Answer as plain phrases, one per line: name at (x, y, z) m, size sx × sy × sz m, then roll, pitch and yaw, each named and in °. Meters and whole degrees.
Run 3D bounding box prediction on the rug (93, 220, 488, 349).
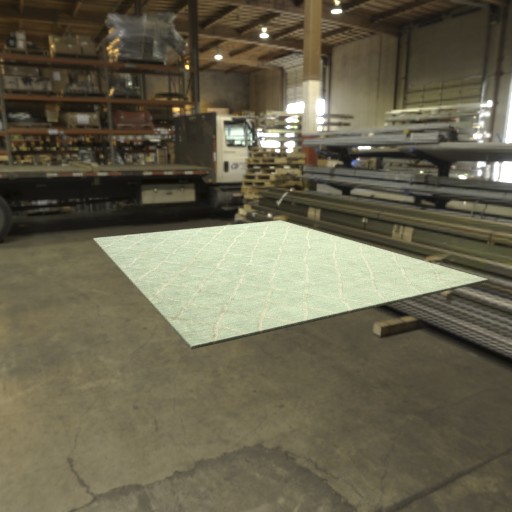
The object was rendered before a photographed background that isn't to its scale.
rug at (0.000, 0.000, 4.138) m, size 2.420 × 0.019 × 3.039 m, roll -8°, pitch 16°, yaw -28°
